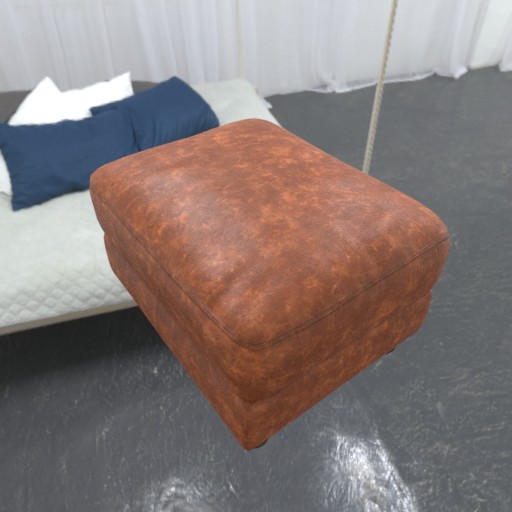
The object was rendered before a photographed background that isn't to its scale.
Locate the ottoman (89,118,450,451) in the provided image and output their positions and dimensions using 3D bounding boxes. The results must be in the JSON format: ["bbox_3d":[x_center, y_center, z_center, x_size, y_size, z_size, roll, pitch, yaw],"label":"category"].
[{"bbox_3d":[0.000,0.000,1.268,0.657,0.562,0.832,-26,47,-27],"label":"ottoman"}]
